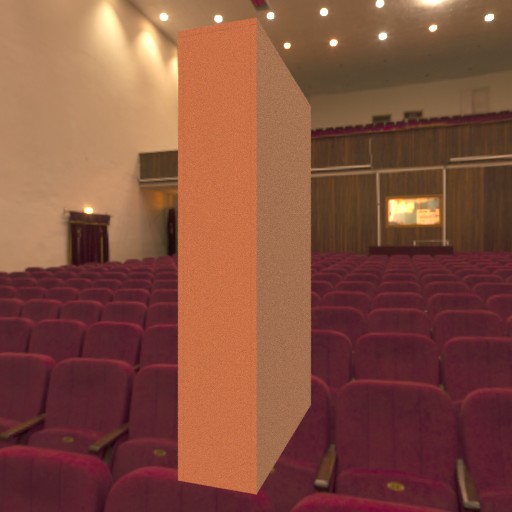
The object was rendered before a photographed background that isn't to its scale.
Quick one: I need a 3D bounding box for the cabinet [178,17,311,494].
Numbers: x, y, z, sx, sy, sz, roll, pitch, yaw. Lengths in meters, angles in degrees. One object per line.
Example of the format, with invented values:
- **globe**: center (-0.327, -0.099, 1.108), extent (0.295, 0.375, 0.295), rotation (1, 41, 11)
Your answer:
- **cabinet**: center (0.000, 0.000, 1.585), extent (0.250, 1.280, 0.750), rotation (0, 0, 18)
